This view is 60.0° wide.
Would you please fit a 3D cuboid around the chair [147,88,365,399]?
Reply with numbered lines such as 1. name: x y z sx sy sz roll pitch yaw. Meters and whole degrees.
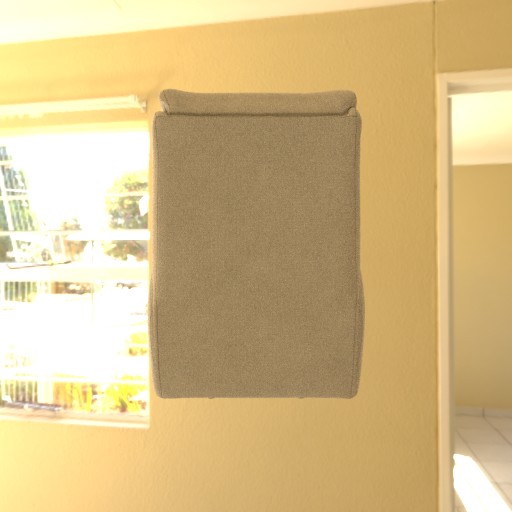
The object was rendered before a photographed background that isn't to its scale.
1. chair: 0.000 0.000 1.736 0.794 1.021 0.940 0 -1 0
